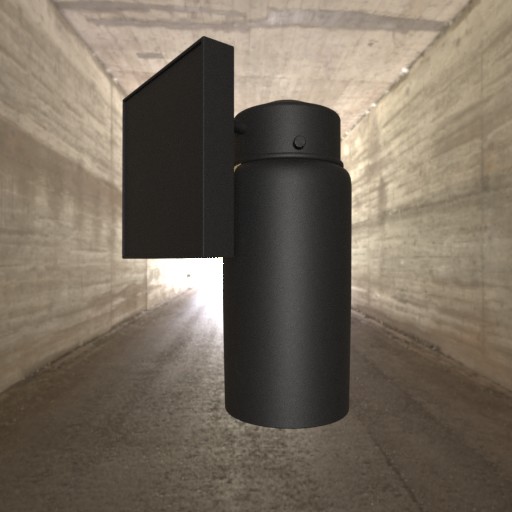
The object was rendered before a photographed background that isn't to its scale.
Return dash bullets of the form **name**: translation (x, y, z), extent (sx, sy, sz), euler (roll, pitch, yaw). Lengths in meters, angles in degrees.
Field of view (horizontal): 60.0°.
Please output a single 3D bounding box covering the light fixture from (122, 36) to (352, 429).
- **light fixture**: translation (0.000, 0.000, 0.361), extent (0.176, 0.257, 0.130), euler (0, -1, -37)
